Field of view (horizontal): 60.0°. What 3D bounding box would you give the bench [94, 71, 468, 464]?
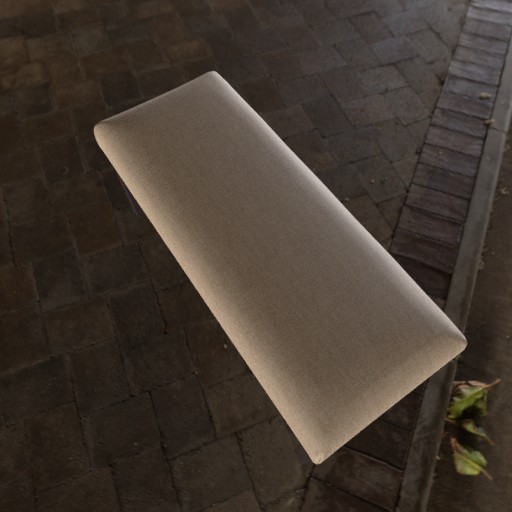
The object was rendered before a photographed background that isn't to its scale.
[{"bbox_3d":[0.000,0.000,1.227,0.407,0.456,1.013,-31,66,-16],"label":"bench"}]
